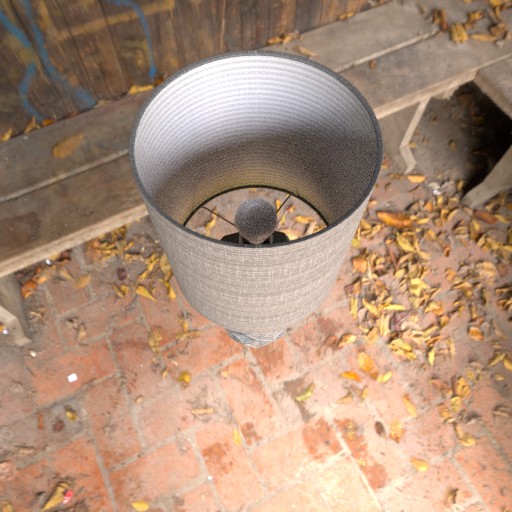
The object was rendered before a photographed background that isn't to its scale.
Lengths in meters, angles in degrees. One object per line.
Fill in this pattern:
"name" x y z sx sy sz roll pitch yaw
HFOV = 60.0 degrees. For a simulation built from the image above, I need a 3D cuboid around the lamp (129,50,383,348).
"lamp" 0.000 0.000 0.724 0.269 0.566 0.268 31 68 15
